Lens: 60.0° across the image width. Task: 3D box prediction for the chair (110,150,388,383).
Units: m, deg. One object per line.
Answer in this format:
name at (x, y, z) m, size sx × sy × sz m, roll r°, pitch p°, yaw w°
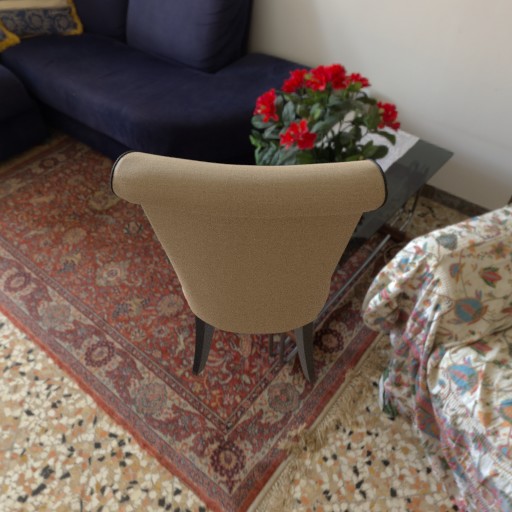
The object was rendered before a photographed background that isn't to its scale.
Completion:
chair at (0.000, 0.000, 1.338) m, size 0.522 × 0.997 × 0.623 m, roll 3°, pitch 47°, yaw 2°
